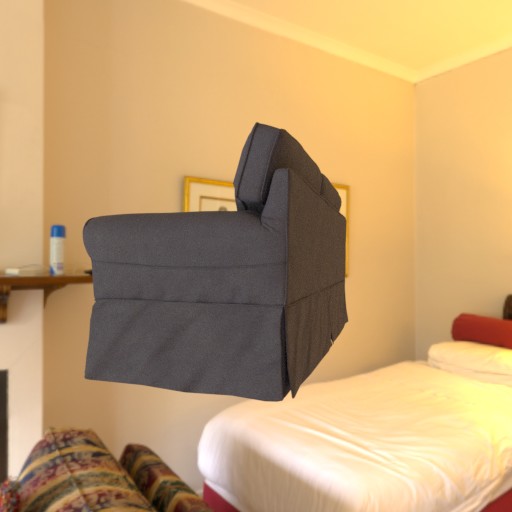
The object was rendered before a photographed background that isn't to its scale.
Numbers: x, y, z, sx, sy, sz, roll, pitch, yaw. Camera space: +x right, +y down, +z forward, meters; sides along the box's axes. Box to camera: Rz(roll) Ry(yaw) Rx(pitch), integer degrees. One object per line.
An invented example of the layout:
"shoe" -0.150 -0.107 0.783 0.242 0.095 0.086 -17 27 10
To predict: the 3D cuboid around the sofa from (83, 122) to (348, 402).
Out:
"sofa" 0.000 0.000 2.832 0.983 1.094 2.256 0 0 17
